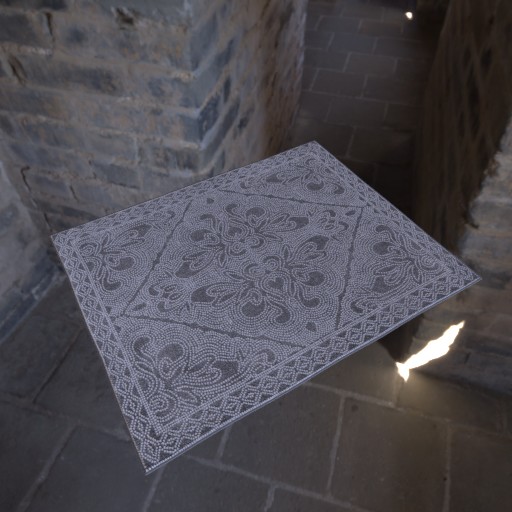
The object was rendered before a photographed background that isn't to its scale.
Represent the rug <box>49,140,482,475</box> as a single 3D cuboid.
[{"bbox_3d":[0.000,0.000,3.930,3.048,0.012,2.438,-24,52,-20],"label":"rug"}]
